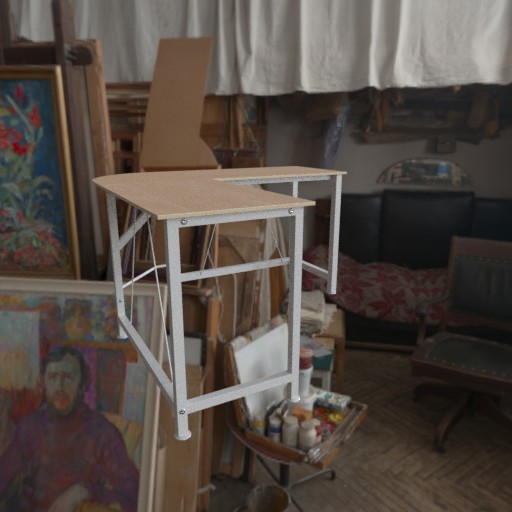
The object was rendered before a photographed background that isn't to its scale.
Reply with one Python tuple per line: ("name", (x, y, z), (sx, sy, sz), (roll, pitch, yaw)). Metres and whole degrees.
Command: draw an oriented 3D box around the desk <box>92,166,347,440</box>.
("desk", (0.000, 0.000, 2.252), (1.400, 0.762, 1.400), (-8, 18, -28))
